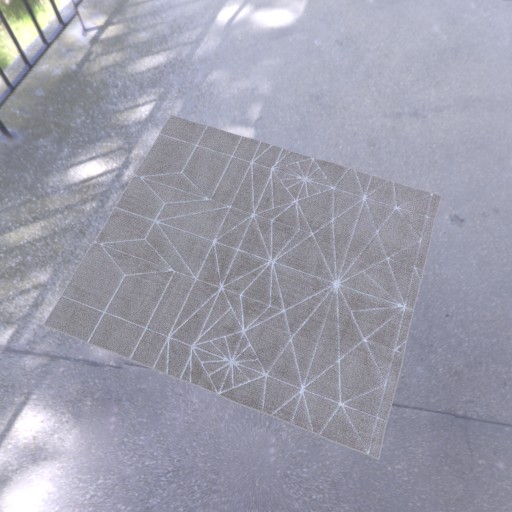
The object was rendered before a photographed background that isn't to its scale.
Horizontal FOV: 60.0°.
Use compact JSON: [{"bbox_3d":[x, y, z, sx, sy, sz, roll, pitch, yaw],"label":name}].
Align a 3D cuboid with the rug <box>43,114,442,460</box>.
[{"bbox_3d":[0.000,0.000,0.881,0.639,0.006,0.548,19,66,9],"label":"rug"}]
